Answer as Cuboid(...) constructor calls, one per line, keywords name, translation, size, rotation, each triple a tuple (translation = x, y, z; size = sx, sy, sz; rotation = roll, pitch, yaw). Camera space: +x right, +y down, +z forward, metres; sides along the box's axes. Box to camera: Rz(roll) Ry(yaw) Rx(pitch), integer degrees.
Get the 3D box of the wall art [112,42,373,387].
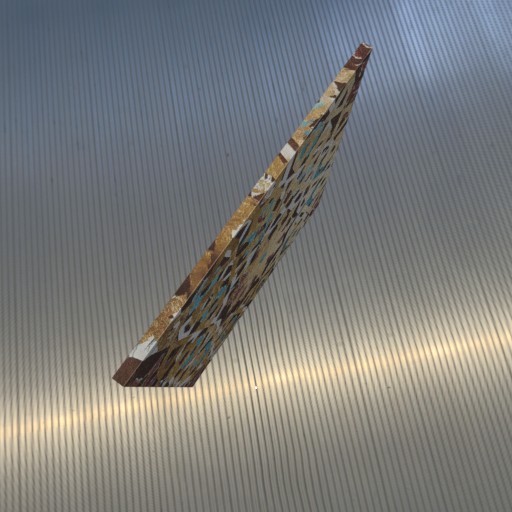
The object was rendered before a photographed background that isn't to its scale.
Cuboid(name="wall art", translation=(0.000, 0.000, 1.129), size=(0.028, 0.762, 0.757), rotation=(33, 76, 9))
